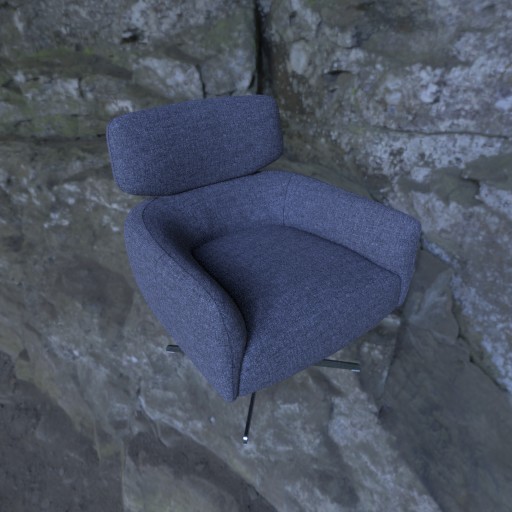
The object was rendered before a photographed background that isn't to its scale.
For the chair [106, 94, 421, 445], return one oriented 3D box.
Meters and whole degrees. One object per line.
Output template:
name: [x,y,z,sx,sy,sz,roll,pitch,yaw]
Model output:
chair: [0.000,0.000,1.342,0.706,0.812,0.715,-21,36,-31]
